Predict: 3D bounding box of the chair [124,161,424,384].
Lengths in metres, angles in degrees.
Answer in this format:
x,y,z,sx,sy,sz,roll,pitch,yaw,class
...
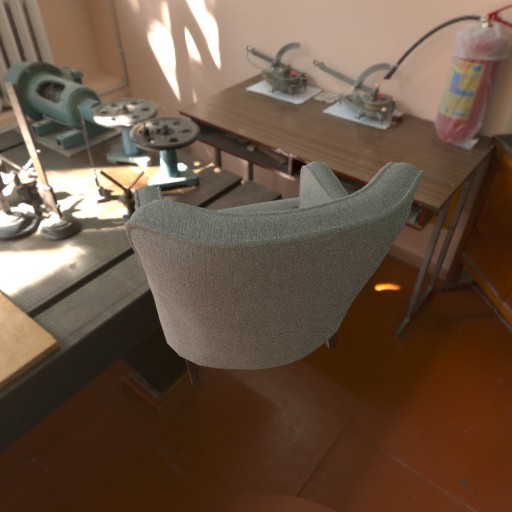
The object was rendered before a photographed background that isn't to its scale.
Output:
x,y,z,sx,sy,sz,roll,pitch,yaw,class
0.000,0.000,1.613,0.820,0.920,0.910,-11,42,-13,chair
